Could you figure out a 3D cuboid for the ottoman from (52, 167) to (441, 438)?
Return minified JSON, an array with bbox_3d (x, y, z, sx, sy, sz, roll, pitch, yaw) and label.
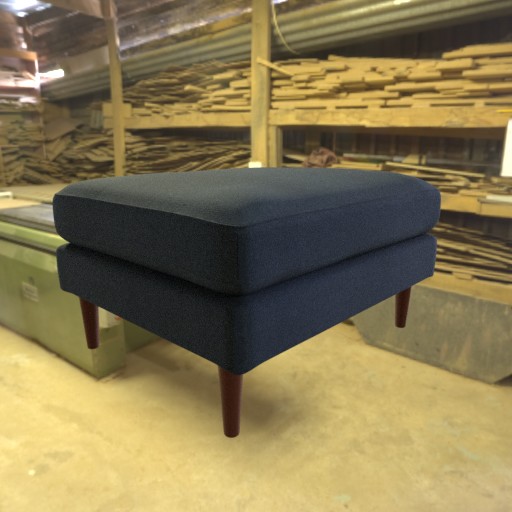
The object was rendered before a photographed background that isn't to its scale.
[{"bbox_3d":[0.000,0.000,1.224,0.693,0.474,0.821,13,19,42],"label":"ottoman"}]
